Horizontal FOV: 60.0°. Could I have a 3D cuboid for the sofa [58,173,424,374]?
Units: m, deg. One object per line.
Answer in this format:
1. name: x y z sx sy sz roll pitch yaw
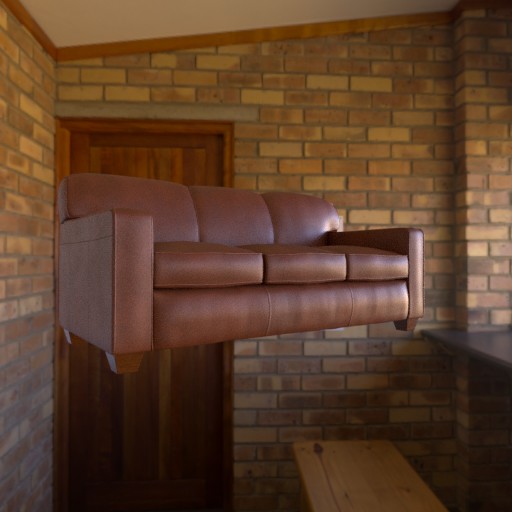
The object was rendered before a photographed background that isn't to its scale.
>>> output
1. sofa: 0.000 0.000 2.648 2.039 0.953 1.008 0 -1 -35
